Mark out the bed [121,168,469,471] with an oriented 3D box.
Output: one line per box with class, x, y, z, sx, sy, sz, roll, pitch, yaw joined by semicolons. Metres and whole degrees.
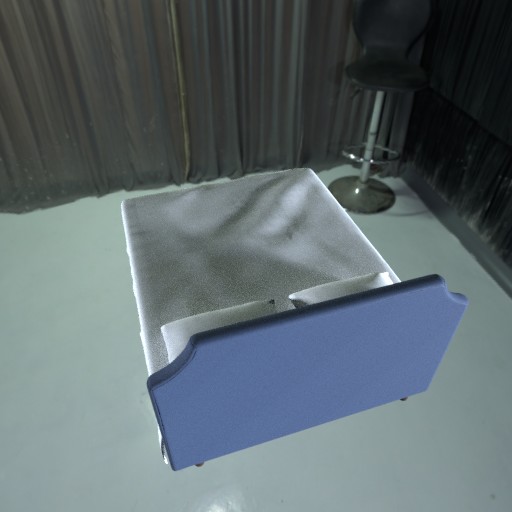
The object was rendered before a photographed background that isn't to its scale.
bed;0.000;0.000;4.065;2.350;1.488;2.773;-12;43;-13
